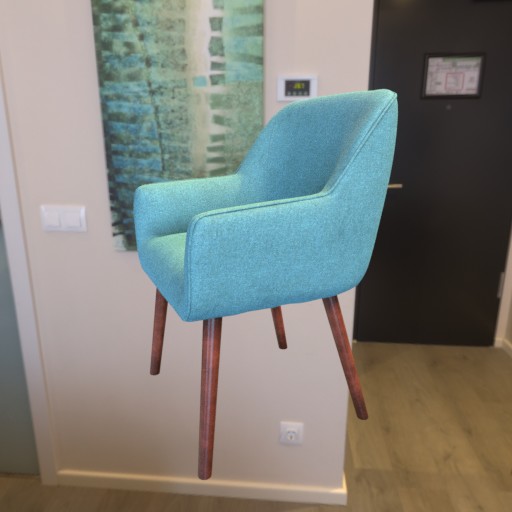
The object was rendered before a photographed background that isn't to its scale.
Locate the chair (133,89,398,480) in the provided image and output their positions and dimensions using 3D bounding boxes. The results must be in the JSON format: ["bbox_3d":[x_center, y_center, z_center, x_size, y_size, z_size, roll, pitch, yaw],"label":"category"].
[{"bbox_3d":[0.000,0.000,1.143,0.519,0.803,0.543,-7,17,-24],"label":"chair"}]
